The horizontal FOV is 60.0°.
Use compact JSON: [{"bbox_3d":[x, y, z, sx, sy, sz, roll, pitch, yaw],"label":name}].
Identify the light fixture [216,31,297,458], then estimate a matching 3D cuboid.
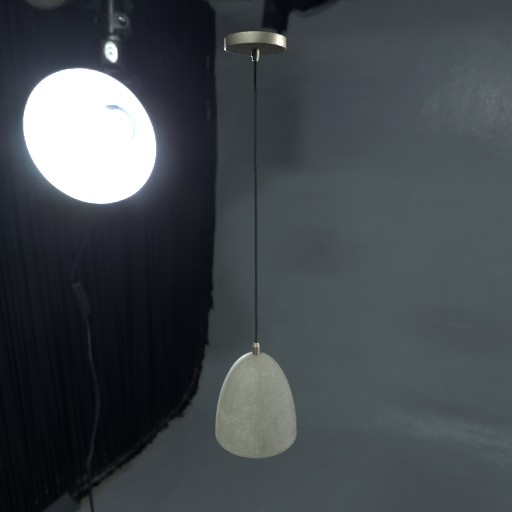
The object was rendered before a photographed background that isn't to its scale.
[{"bbox_3d":[0.000,0.000,0.845,0.170,0.759,0.170,6,15,25],"label":"light fixture"}]
